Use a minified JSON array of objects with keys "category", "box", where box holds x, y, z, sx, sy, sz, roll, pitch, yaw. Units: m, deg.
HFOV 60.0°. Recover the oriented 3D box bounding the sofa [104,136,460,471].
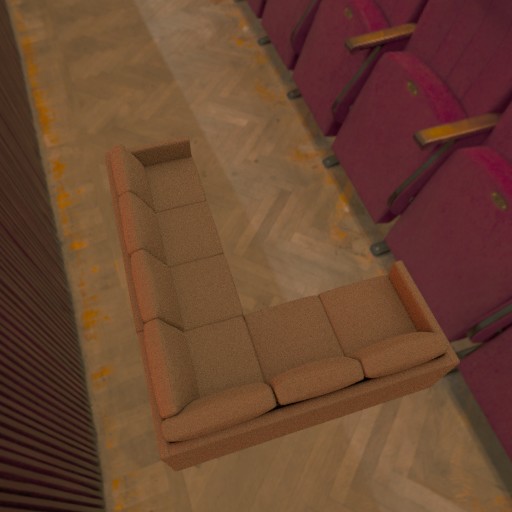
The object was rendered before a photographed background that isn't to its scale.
[{"category":"sofa","box":[0.000,0.000,4.337,2.432,0.871,3.182,-15,59,-9]}]
